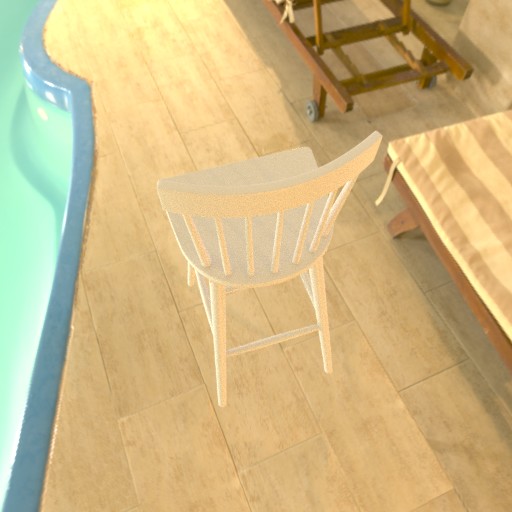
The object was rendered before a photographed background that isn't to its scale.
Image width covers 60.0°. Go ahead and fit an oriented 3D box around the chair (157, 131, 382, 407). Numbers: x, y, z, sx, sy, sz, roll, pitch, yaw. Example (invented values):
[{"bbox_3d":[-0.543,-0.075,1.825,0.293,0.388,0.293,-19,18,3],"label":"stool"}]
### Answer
[{"bbox_3d":[0.000,0.000,1.404,0.483,1.092,0.572,-15,59,-9],"label":"chair"}]
